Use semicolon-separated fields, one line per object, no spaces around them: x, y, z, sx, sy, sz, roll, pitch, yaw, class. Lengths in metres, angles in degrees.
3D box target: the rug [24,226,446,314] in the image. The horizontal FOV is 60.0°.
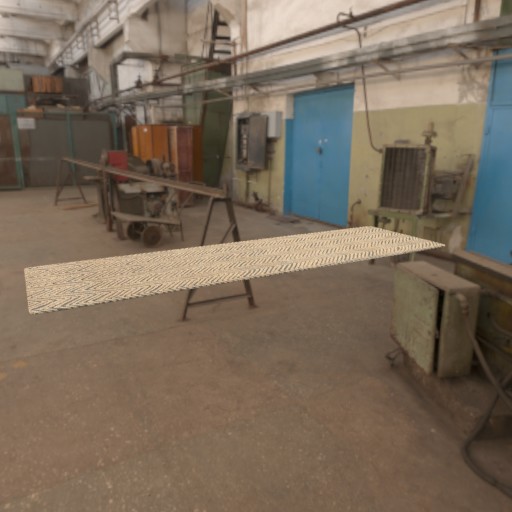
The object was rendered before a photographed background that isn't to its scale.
0.000;0.000;2.466;2.286;0.008;0.686;-8;17;-27;rug
